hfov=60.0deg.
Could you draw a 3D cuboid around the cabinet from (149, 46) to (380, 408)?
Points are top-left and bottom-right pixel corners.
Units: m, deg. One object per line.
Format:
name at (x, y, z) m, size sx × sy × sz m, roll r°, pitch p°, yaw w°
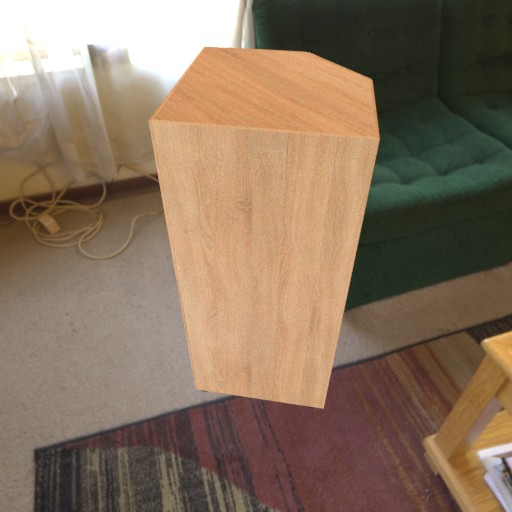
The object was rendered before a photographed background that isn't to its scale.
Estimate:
cabinet at (0.000, 0.000, 2.789) m, size 1.094 × 2.120 × 1.327 m, roll -26°, pitch 49°, yaw -25°
